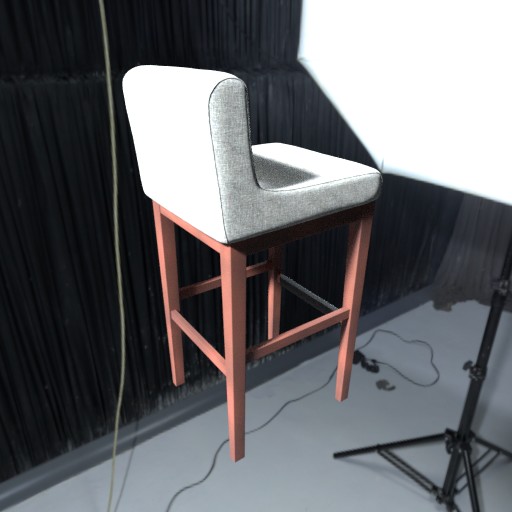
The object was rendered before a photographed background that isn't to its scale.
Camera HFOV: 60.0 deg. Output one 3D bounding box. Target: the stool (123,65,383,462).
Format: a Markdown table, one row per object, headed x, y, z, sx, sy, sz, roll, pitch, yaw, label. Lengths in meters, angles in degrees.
| x | y | z | sx | sy | sz | roll | pitch | yaw | label |
| --- | --- | --- | --- | --- | --- | --- | --- | --- | --- |
| 0.000 | 0.000 | 1.219 | 0.499 | 0.965 | 0.426 | -17 | 30 | -31 | stool |
